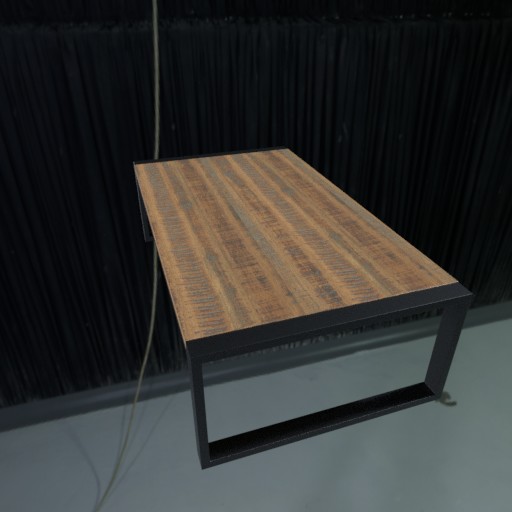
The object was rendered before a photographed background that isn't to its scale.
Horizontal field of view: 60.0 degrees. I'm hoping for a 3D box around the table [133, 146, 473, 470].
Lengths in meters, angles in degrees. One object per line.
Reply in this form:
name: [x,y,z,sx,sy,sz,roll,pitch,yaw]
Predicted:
table: [0.000,0.000,1.711,0.750,0.400,1.350,-10,32,-16]
